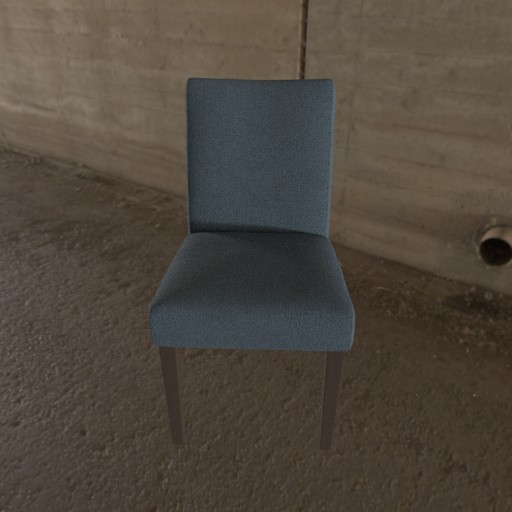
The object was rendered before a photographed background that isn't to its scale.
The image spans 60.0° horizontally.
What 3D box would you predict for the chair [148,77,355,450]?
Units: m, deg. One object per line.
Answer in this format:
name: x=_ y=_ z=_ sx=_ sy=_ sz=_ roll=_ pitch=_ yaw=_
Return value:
chair: x=0.000 y=0.000 z=1.270 sx=0.487 sy=0.882 sz=0.629 roll=1 pitch=30 yaw=2
